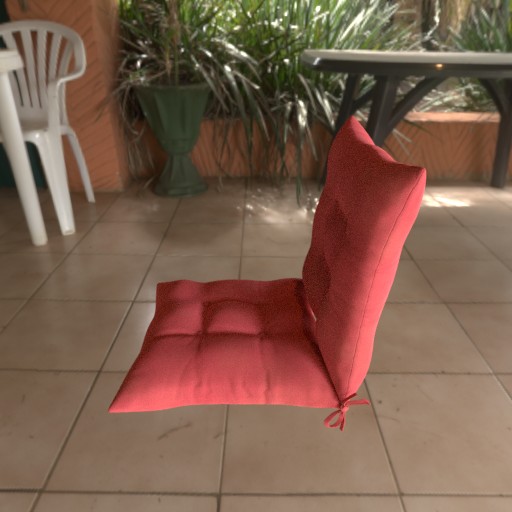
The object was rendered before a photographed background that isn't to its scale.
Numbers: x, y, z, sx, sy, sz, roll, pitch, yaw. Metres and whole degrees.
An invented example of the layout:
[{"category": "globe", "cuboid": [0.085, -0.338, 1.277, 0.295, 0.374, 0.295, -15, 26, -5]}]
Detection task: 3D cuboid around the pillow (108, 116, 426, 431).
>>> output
[{"category": "pillow", "cuboid": [0.000, 0.000, 0.996, 0.585, 0.536, 0.541, 0, 27, -1]}]
